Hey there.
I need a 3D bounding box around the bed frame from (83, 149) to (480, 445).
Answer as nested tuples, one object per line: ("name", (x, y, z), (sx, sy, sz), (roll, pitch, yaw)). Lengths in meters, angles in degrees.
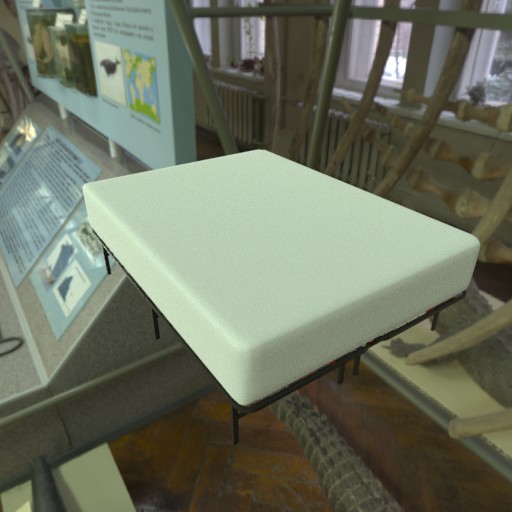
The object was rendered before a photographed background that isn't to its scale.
("bed frame", (0.000, 0.000, 2.819), (1.528, 0.677, 2.037), (-19, 35, -29))
